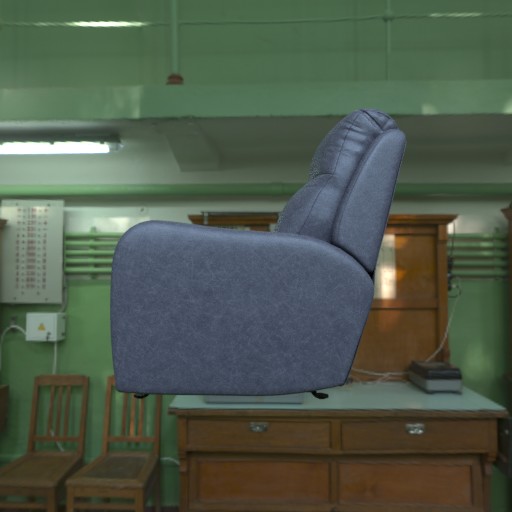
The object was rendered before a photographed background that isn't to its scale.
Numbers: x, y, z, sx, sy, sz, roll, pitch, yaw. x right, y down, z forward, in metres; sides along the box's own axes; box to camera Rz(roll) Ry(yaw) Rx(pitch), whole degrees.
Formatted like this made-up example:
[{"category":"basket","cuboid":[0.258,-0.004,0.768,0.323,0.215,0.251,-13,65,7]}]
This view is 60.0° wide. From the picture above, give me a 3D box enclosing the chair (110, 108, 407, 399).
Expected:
[{"category":"chair","cuboid":[0.000,0.000,1.878,1.067,1.067,0.865,0,-2,0]}]
